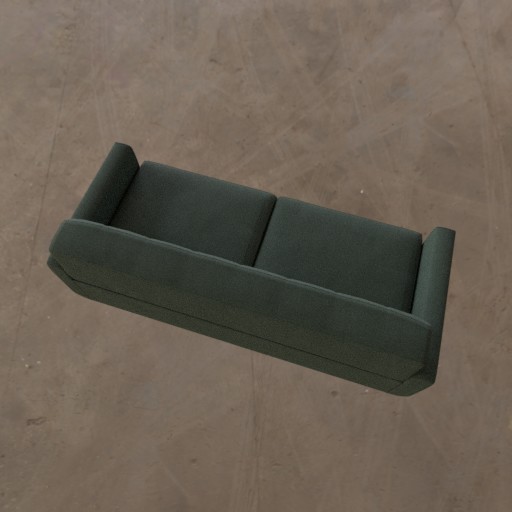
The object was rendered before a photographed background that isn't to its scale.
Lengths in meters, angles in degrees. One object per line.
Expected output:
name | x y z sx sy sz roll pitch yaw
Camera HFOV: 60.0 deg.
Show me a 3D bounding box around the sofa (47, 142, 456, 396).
sofa | 0.000 0.000 2.502 2.029 0.841 0.909 16 66 7
